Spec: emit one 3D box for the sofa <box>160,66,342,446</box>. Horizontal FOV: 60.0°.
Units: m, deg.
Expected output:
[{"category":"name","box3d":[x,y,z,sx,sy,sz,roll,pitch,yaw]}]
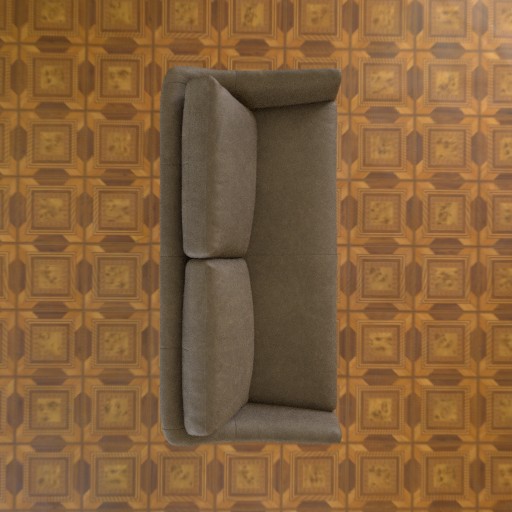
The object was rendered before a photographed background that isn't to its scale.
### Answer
[{"category":"sofa","box3d":[0.000,0.000,2.522,0.960,0.902,2.036,0,90,-1]}]
